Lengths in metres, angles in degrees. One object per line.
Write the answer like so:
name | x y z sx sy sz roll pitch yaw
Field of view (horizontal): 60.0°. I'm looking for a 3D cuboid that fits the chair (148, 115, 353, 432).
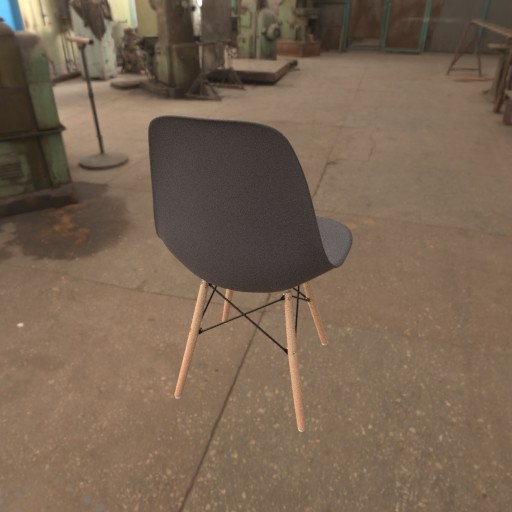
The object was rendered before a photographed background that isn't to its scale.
chair | 0.000 0.000 1.160 0.470 0.826 0.533 9 32 16
